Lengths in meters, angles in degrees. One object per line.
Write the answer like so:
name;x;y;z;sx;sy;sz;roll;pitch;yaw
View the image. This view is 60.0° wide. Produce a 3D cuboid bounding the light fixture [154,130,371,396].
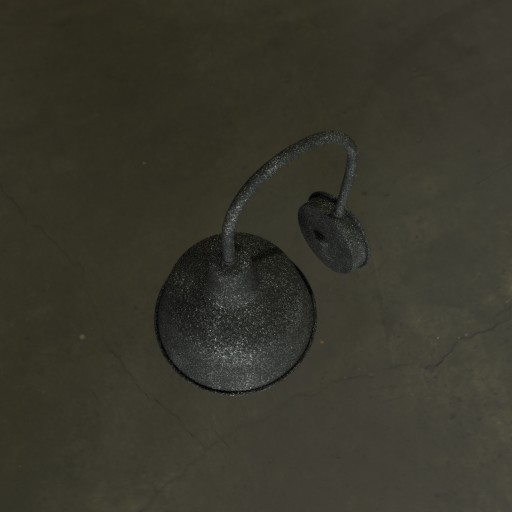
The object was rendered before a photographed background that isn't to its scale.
light fixture;0.000;0.000;0.490;0.283;0.300;0.216;-34;68;-16
